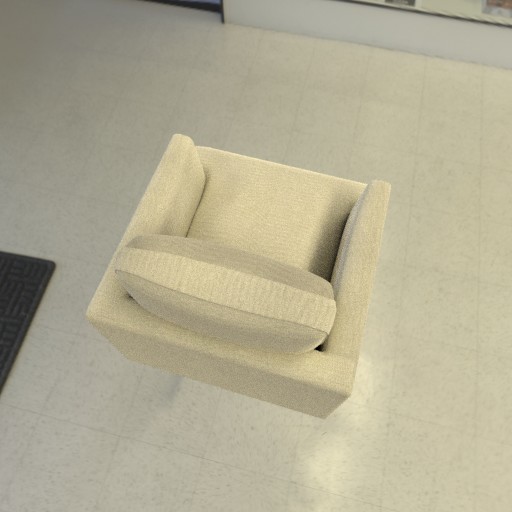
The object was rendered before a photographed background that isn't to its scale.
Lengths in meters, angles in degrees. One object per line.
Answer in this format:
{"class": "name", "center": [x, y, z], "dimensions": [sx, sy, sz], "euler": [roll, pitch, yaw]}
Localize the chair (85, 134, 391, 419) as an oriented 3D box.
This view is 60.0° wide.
{"class": "chair", "center": [0.000, 0.000, 1.649], "dimensions": [0.858, 0.957, 0.899], "euler": [15, 64, 7]}
